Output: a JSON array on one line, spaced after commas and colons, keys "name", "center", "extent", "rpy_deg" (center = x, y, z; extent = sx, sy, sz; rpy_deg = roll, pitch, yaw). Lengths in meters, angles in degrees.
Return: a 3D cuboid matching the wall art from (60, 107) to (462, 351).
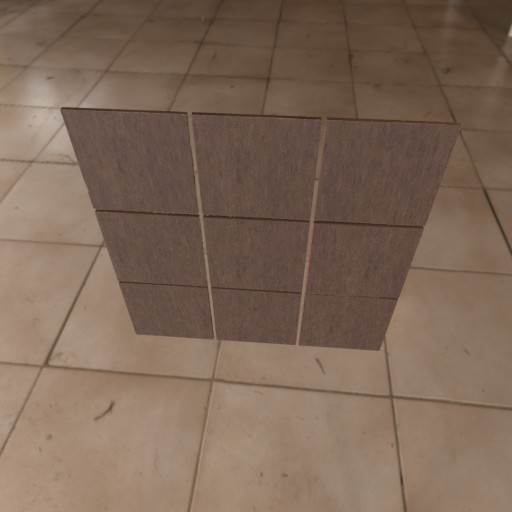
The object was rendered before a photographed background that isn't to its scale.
[{"name": "wall art", "center": [0.000, 0.000, 1.338], "extent": [0.915, 0.914, 0.013], "rpy_deg": [3, 46, 3]}]
